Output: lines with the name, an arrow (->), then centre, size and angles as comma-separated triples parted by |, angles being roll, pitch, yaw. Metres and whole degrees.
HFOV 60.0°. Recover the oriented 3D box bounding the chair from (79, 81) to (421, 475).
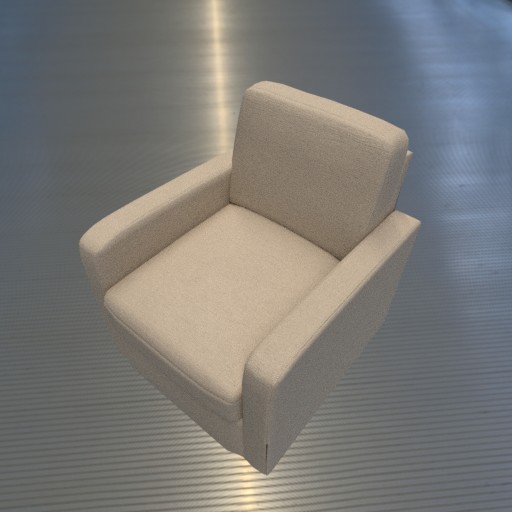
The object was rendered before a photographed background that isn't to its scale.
chair -> 0.000, 0.000, 1.456 | 0.755, 0.827, 0.888 | 31, 53, 26
